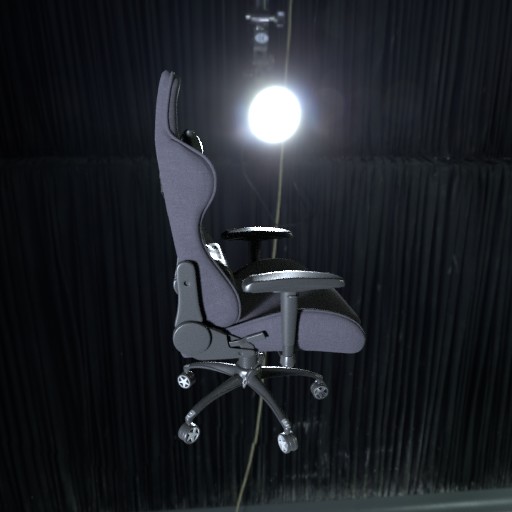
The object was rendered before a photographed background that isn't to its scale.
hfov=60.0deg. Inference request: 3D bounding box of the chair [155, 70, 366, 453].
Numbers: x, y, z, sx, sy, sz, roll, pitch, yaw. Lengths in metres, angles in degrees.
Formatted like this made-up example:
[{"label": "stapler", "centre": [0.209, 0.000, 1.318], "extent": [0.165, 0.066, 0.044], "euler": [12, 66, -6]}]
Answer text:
[{"label": "chair", "centre": [0.000, 0.000, 1.694], "extent": [0.695, 1.300, 0.730], "euler": [-3, 17, -10]}]
